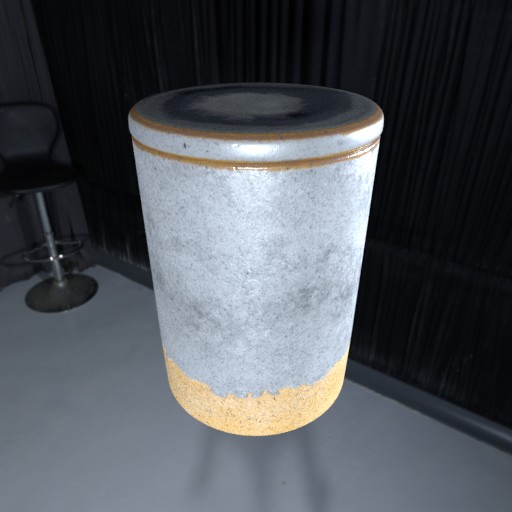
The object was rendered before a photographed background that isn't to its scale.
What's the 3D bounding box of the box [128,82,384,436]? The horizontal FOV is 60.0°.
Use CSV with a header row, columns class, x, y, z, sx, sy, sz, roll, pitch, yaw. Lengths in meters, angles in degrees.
class,x,y,z,sx,sy,sz,roll,pitch,yaw
box,0.000,0.000,0.250,0.118,0.168,0.118,0,30,0
